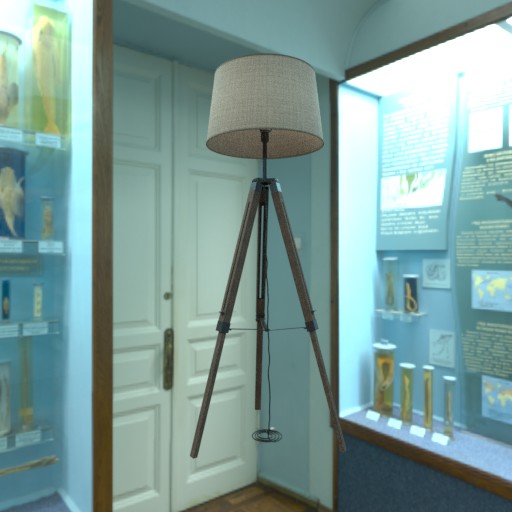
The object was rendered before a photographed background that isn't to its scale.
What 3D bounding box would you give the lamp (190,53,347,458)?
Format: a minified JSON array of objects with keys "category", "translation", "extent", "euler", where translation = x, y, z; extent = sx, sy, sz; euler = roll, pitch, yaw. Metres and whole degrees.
[{"category":"lamp","translation":[0.000,0.000,1.830],"extent":[0.587,1.510,0.604],"euler":[0,0,-36]}]
